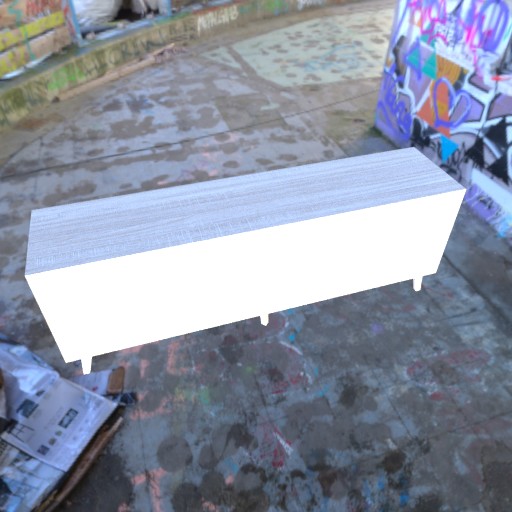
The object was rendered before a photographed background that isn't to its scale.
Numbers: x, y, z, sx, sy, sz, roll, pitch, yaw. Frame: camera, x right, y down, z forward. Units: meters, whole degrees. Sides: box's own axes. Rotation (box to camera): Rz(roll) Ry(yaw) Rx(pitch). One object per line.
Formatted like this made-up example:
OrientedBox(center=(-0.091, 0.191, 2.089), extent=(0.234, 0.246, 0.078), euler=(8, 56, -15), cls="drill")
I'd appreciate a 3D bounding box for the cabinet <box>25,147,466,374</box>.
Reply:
OrientedBox(center=(0.000, 0.000, 2.551), extent=(2.200, 0.780, 0.500), euler=(-12, 43, -13), cls="cabinet")
